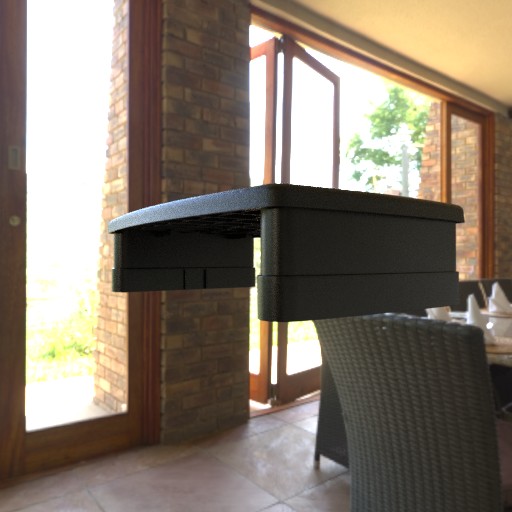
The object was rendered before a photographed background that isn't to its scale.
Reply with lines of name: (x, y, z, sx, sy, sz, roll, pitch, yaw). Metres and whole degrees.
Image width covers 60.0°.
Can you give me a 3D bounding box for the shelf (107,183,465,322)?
shelf: (0.000, 0.000, 0.534, 0.280, 0.100, 0.410, 0, -1, -35)
